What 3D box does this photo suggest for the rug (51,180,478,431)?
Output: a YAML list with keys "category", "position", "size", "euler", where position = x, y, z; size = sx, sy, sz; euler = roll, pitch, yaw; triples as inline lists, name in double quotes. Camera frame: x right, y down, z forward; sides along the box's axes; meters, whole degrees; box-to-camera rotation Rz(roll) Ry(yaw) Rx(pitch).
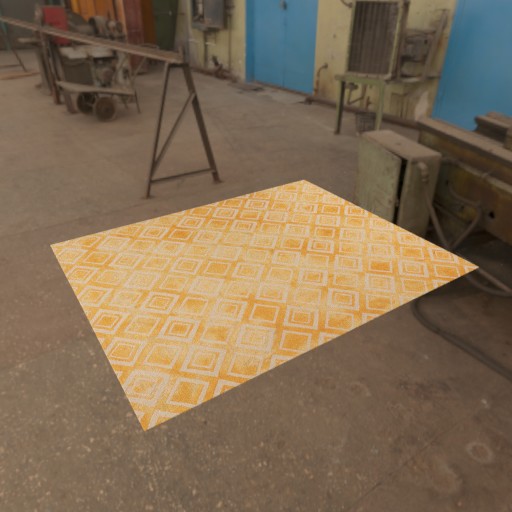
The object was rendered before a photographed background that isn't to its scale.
- category: "rug"
  position: [0.000, 0.000, 3.999]
  size: [3.037, 0.011, 2.433]
  euler: [-19, 36, -28]
